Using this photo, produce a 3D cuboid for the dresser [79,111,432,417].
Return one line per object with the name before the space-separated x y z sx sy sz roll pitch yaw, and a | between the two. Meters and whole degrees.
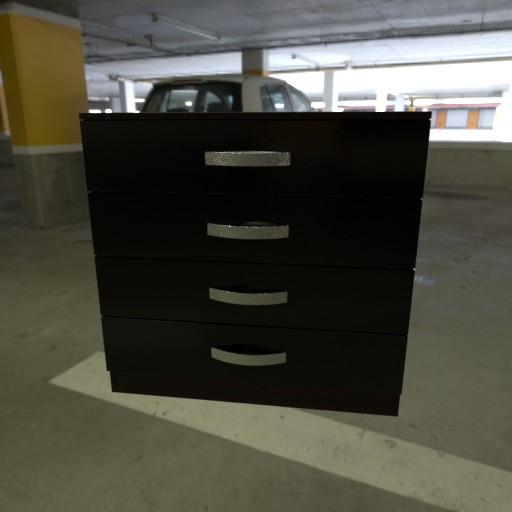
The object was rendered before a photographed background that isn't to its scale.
dresser | 0.000 0.000 1.177 0.750 0.720 0.360 2 17 8
